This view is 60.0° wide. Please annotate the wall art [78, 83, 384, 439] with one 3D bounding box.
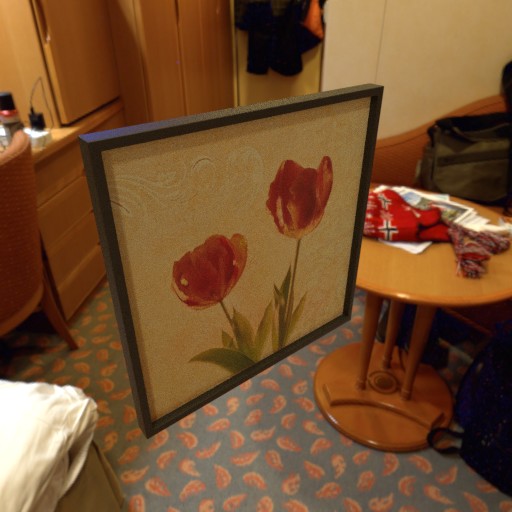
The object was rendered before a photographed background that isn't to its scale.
[{"bbox_3d":[0.000,0.000,0.527,0.349,0.349,0.038,-22,38,-32],"label":"wall art"}]
